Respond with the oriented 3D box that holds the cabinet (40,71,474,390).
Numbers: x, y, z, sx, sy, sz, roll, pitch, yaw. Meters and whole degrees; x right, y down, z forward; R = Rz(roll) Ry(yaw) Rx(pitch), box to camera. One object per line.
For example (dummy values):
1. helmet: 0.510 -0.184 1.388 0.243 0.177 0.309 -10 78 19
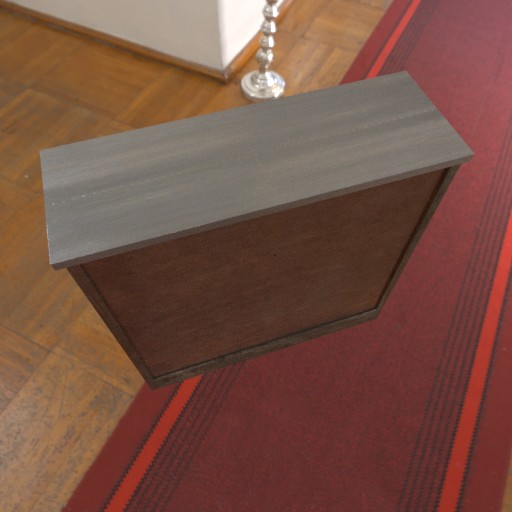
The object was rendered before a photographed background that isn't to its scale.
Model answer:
1. cabinet: 0.000 0.000 1.430 0.968 0.919 0.338 -16 59 -10
